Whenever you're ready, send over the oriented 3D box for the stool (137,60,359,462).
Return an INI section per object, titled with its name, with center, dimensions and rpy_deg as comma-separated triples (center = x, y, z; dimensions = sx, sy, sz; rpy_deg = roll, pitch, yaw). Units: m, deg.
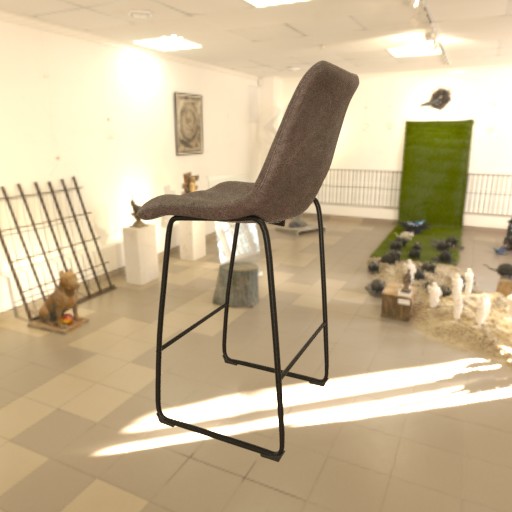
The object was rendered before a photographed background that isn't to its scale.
[stool]
center = 0.000, 0.000, 1.415
dimensions = 0.561, 1.082, 0.514
rpy_deg = 7, 17, 25
